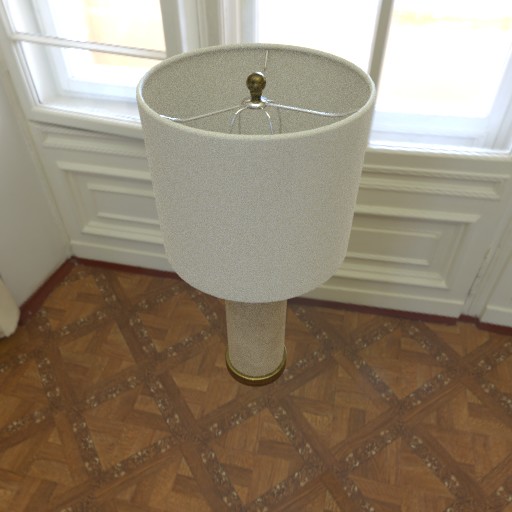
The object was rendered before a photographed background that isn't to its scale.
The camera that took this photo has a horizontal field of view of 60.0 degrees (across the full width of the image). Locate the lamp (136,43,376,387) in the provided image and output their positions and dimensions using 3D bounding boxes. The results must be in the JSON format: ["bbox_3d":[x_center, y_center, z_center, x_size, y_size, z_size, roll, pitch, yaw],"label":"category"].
[{"bbox_3d":[0.000,0.000,0.779,0.305,0.634,0.305,-24,48,-24],"label":"lamp"}]
